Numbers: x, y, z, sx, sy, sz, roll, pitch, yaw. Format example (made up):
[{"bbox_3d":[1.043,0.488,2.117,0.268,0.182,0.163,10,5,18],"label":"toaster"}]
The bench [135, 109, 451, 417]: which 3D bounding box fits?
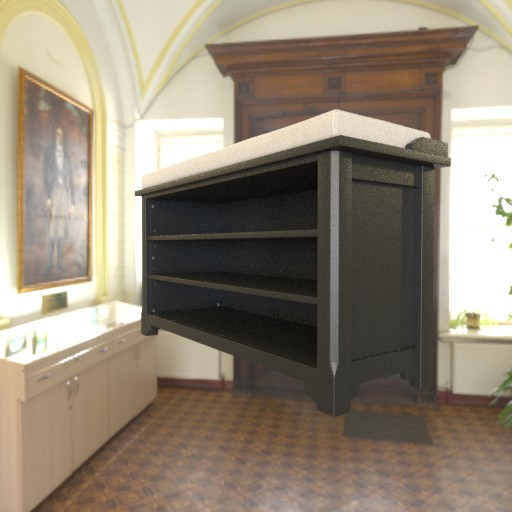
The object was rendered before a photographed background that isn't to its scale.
[{"bbox_3d":[0.000,0.000,1.262,0.345,0.561,0.973,-1,2,-36],"label":"bench"}]
